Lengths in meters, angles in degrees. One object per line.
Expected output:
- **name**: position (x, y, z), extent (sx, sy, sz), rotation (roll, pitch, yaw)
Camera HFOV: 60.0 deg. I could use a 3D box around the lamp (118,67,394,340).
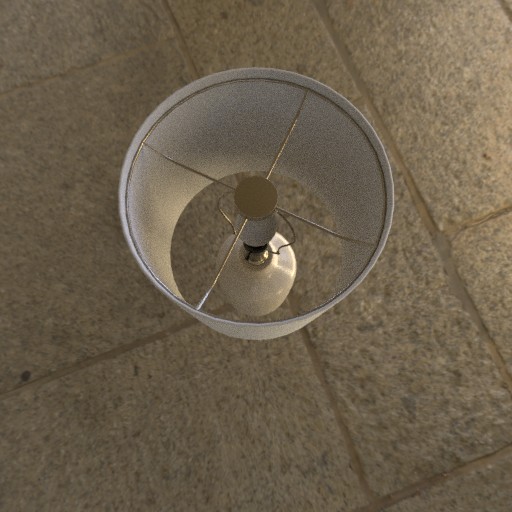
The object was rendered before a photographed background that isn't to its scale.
- **lamp**: position (0.000, 0.000, 0.585), extent (0.220, 0.475, 0.220), rotation (39, 80, 8)
